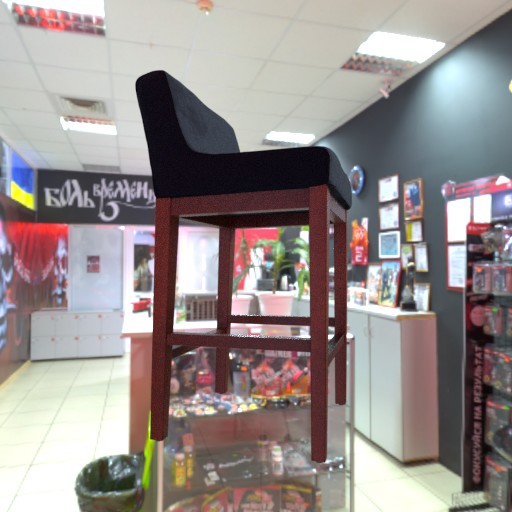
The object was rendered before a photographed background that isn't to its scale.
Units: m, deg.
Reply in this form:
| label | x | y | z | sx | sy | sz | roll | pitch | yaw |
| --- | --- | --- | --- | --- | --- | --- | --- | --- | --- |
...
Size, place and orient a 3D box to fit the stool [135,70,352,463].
| label | x | y | z | sx | sy | sz | roll | pitch | yaw |
| --- | --- | --- | --- | --- | --- | --- | --- | --- | --- |
| stool | 0.000 | 0.000 | 1.285 | 0.516 | 0.945 | 0.511 | 0 | -1 | 17 |
